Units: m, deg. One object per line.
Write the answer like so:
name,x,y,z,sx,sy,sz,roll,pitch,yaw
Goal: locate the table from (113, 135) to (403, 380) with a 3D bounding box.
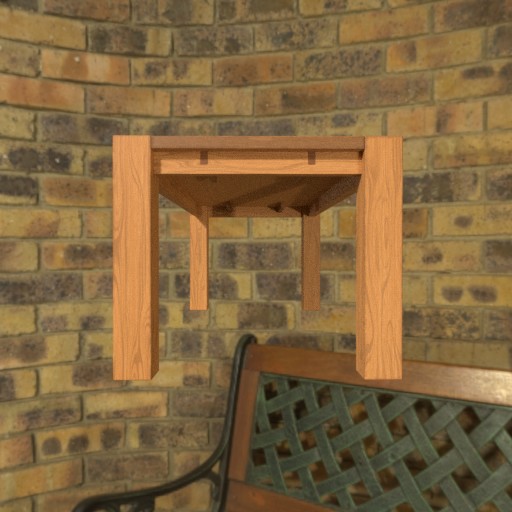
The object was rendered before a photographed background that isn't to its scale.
table,0.000,0.000,2.274,0.900,0.760,1.800,0,0,0
